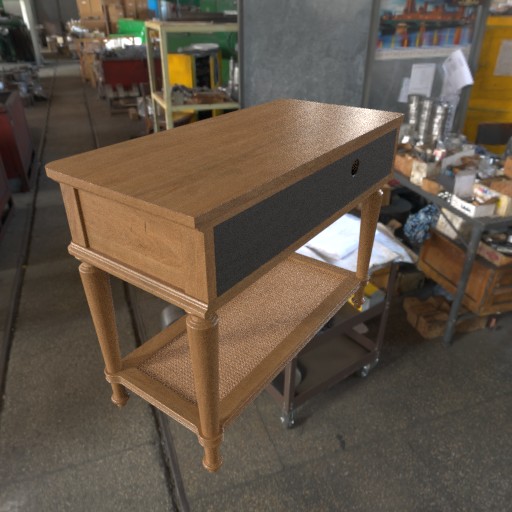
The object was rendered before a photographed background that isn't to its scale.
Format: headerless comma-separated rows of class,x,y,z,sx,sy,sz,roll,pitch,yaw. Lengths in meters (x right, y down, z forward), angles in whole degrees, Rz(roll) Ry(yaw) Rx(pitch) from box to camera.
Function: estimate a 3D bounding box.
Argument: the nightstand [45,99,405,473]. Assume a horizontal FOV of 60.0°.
nightstand,0.000,0.000,1.284,0.432,0.700,0.914,20,35,31
